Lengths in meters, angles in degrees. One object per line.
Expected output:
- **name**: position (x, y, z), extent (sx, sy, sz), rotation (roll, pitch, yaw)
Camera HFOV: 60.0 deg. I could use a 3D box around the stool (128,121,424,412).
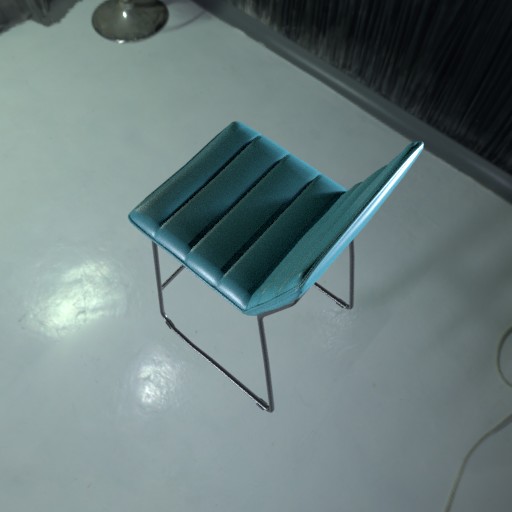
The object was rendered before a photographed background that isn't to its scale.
- **stool**: position (0.000, 0.000, 1.212), extent (0.524, 0.936, 0.489), rotation (36, 68, 17)
